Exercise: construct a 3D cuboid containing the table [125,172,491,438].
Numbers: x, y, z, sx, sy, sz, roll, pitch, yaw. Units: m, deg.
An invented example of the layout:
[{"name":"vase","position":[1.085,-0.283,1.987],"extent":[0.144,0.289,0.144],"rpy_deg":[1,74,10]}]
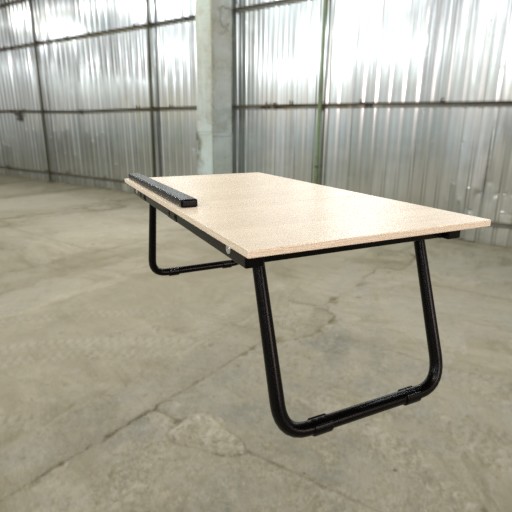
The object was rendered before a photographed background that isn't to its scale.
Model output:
[{"name":"table","position":[0.000,0.000,0.775],"extent":[0.322,0.242,0.644],"rpy_deg":[-8,18,-24]}]
